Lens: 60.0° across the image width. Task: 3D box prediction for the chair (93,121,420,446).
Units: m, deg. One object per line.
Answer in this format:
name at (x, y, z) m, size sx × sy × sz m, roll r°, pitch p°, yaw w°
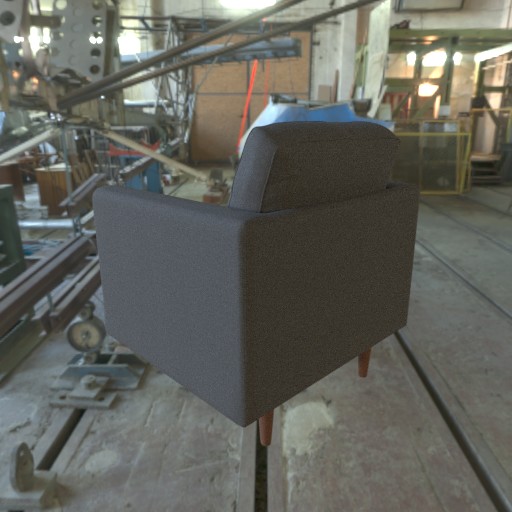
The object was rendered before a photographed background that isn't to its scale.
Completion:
chair at (0.000, 0.000, 1.584) m, size 0.854 × 0.927 × 0.800 m, roll -16°, pitch 24°, yaw -42°
